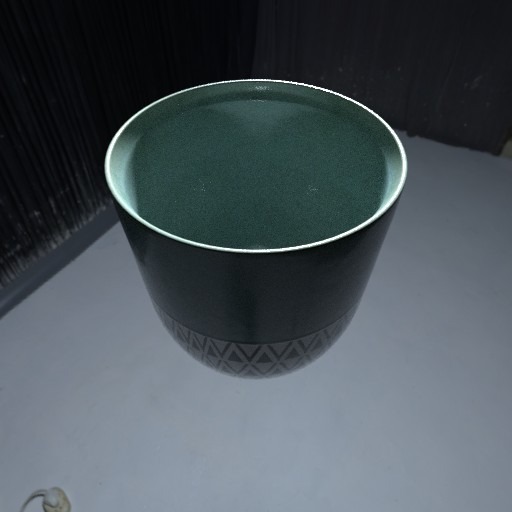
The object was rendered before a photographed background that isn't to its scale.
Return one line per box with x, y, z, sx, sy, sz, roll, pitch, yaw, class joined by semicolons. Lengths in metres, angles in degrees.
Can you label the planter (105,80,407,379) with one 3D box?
0.000;0.000;0.375;0.198;0.214;0.198;0;47;0;planter
